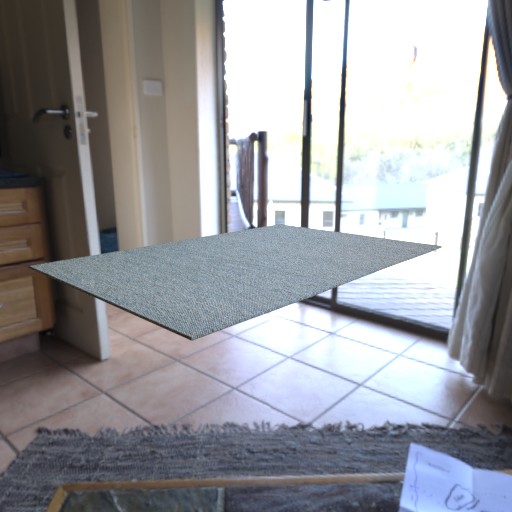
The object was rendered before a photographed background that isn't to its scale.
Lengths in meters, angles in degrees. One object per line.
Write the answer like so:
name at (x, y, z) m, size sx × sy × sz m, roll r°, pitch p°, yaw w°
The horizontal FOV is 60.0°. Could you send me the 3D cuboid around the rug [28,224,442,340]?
rug at (0.000, 0.000, 2.905) m, size 1.547 × 0.013 × 2.283 m, roll 12°, pitch 17°, yaw 42°
